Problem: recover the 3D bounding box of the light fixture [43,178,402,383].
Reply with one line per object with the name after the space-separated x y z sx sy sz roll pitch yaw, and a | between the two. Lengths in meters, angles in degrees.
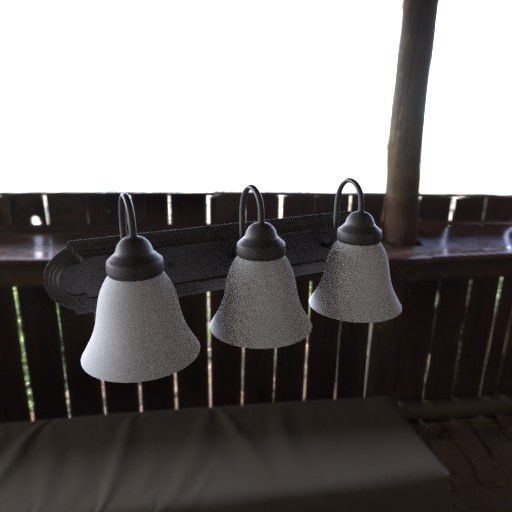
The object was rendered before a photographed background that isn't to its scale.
0.000 0.000 0.702 0.610 0.222 0.199 -8 18 -26 | light fixture
